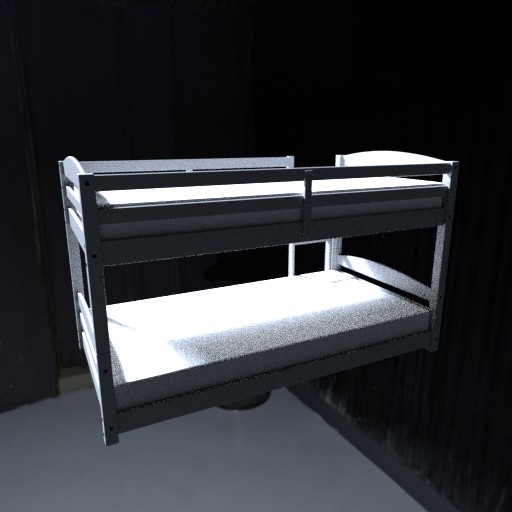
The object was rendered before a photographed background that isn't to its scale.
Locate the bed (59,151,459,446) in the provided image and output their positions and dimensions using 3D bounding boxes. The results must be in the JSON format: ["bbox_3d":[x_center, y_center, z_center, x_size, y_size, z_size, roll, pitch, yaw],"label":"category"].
[{"bbox_3d":[0.000,0.000,2.675,2.013,1.206,1.105,-7,17,-26],"label":"bed"}]
